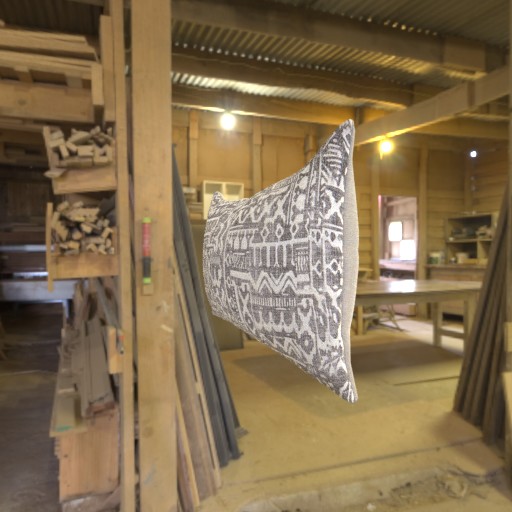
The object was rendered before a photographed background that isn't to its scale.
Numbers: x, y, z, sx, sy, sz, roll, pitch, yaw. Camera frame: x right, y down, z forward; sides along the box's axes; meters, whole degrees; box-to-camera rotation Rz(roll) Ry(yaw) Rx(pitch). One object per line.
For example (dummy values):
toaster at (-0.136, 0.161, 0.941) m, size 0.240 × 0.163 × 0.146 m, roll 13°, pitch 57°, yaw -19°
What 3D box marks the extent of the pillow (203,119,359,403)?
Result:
pillow at (0.000, 0.000, 0.744) m, size 0.148 × 0.290 × 0.631 m, roll 0°, pitch 1°, yaw -18°
